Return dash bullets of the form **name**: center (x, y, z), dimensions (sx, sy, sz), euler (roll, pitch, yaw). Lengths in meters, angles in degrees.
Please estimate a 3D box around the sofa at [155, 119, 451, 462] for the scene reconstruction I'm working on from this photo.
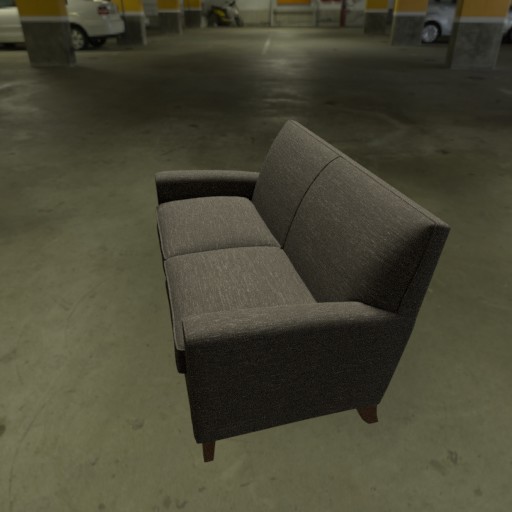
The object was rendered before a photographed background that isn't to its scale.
- **sofa**: center (0.000, 0.000, 2.075), dimensions (0.867, 0.905, 1.509), euler (-7, 31, -13)
